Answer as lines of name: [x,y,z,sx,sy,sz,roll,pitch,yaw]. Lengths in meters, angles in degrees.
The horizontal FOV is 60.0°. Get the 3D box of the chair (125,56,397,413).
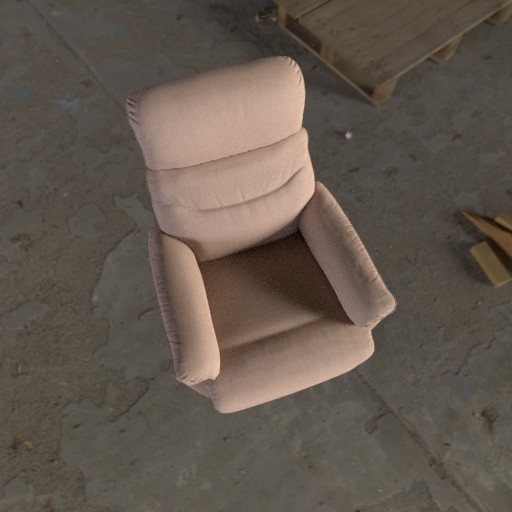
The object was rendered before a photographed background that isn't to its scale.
chair: [0.000,0.000,1.736,0.820,1.037,1.004,-17,65,-8]
